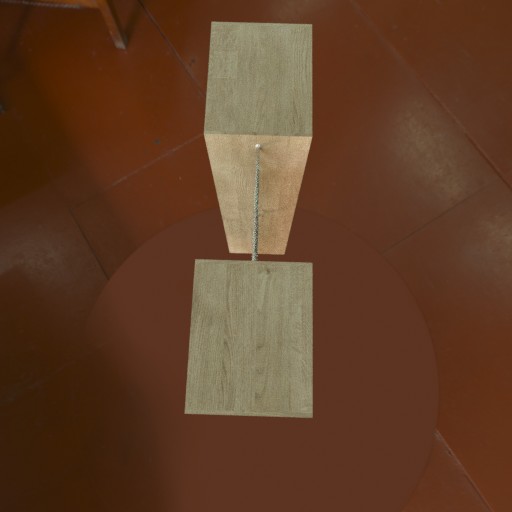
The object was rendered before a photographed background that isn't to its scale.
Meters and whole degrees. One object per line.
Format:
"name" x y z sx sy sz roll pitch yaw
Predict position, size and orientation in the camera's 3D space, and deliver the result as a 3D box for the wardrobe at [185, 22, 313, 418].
"wardrobe" 0.000 0.000 2.854 0.480 2.000 1.770 2 75 0
